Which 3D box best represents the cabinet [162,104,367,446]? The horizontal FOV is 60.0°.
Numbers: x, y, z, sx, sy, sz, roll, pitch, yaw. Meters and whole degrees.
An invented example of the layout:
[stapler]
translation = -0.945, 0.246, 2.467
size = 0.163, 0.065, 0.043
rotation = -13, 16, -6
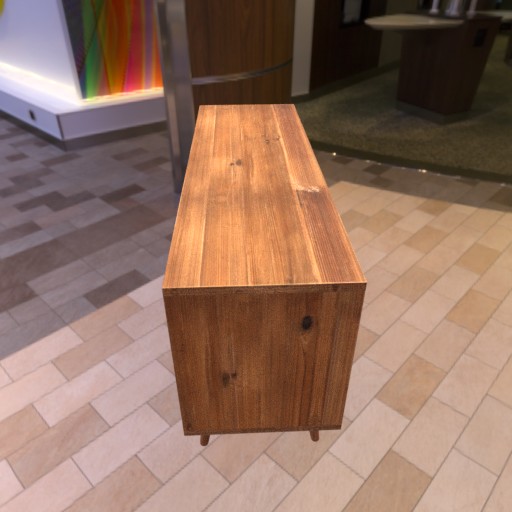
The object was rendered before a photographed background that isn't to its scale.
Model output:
[cabinet]
translation = 0.000, 0.000, 1.770
size = 0.472, 0.800, 1.400
rotation = -1, 34, -2
